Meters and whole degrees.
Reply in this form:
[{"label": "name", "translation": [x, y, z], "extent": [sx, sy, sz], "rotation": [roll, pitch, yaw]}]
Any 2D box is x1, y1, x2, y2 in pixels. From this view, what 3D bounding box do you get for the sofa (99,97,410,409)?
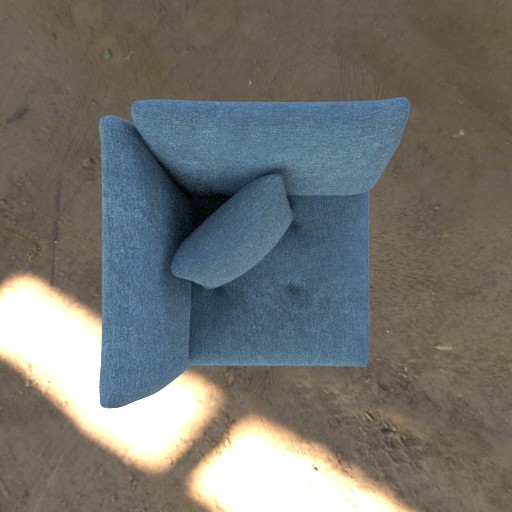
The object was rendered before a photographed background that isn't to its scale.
[{"label": "sofa", "translation": [0.000, 0.000, 1.775], "extent": [1.000, 0.820, 1.000], "rotation": [0, 90, 1]}]
